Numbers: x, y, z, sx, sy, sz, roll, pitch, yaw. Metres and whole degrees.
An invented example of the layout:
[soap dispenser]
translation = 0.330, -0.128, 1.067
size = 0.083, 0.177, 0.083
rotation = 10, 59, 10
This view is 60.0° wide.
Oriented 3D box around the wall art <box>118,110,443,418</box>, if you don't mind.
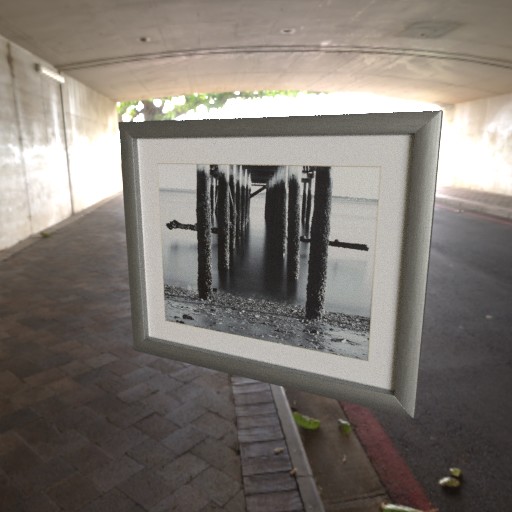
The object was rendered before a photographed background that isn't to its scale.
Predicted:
[wall art]
translation = 0.000, 0.000, 0.764
size = 0.556, 0.457, 0.028
rotation = 6, 15, 25
